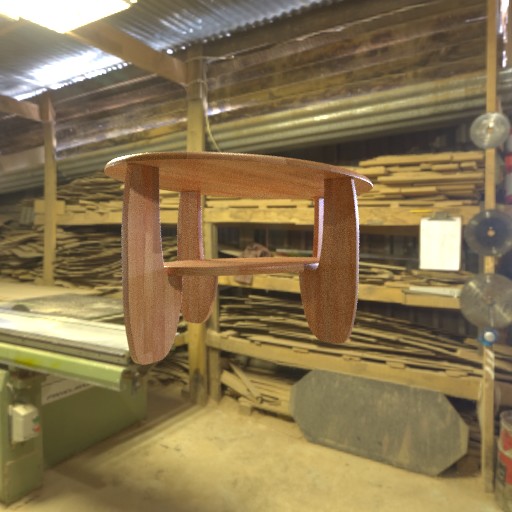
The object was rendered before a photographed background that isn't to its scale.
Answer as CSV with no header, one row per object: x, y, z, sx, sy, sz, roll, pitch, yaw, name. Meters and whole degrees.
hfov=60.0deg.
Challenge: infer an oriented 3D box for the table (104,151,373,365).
0.000,0.000,1.432,0.690,0.490,1.040,1,2,35,table
